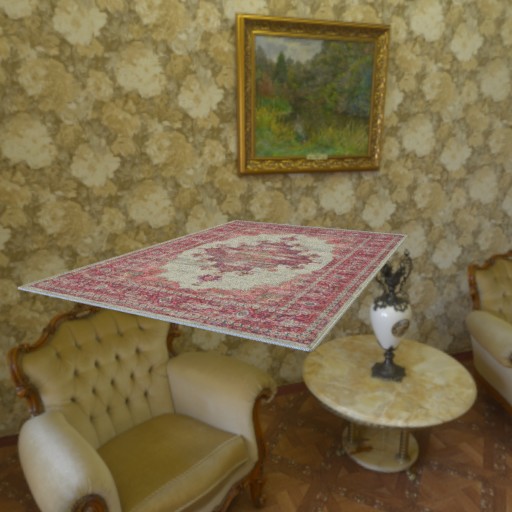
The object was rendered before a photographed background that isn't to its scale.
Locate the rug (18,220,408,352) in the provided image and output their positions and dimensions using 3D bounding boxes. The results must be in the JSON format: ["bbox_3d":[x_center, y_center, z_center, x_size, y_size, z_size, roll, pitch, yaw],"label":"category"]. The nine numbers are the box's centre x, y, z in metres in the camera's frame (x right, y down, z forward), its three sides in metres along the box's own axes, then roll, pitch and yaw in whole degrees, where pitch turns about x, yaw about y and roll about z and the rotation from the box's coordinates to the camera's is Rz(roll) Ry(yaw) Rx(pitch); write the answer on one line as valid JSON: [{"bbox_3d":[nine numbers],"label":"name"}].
[{"bbox_3d":[0.000,0.000,3.664,2.005,0.014,2.878,7,16,26],"label":"rug"}]
